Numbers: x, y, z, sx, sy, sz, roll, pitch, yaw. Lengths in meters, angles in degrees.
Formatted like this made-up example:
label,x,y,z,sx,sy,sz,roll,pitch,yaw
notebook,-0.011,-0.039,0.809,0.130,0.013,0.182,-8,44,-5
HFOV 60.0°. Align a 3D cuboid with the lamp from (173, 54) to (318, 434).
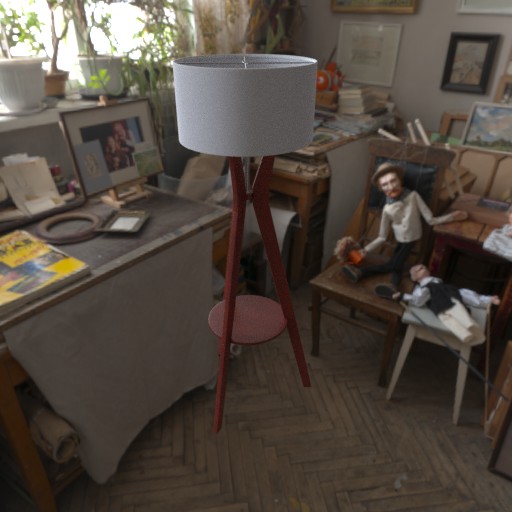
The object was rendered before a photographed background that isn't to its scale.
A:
label,x,y,z,sx,sy,sz,roll,pitch,yaw
lamp,0.000,0.000,1.815,0.542,1.472,0.539,-1,29,-2
